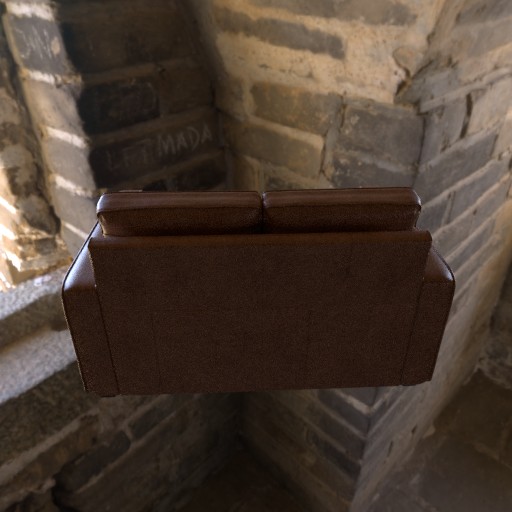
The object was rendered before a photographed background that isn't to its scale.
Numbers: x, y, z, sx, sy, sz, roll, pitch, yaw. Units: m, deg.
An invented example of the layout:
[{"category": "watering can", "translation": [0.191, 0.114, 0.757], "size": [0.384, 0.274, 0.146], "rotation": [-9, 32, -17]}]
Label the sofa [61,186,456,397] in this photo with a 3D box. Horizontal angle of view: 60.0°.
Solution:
[{"category": "sofa", "translation": [0.000, 0.000, 2.137], "size": [1.532, 0.896, 1.020], "rotation": [-1, 30, -2]}]
